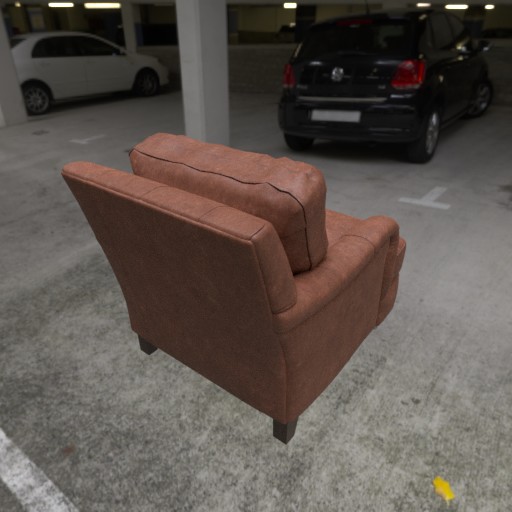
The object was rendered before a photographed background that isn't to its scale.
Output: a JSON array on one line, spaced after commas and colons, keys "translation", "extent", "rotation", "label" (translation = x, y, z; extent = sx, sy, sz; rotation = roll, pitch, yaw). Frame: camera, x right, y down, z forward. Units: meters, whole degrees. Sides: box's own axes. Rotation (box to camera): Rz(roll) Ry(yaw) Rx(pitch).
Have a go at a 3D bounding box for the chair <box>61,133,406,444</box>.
[{"translation": [0.000, 0.000, 1.950], "extent": [0.986, 1.055, 1.158], "rotation": [21, 36, 32], "label": "chair"}]
